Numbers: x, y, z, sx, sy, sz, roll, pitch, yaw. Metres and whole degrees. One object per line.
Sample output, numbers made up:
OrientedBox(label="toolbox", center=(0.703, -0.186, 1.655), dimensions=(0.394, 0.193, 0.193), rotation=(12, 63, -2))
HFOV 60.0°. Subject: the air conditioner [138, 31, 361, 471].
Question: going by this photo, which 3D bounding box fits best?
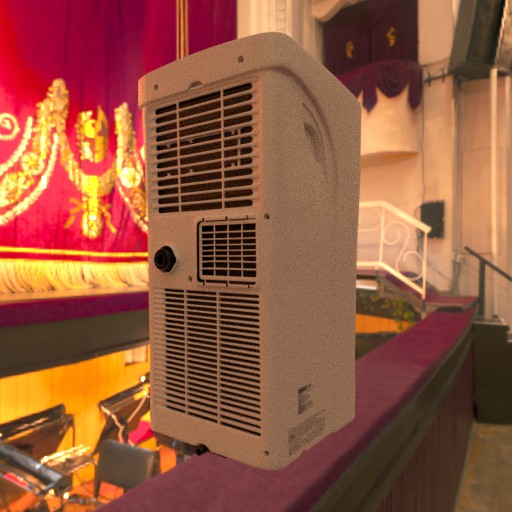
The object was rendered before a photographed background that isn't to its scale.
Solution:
OrientedBox(label="air conditioner", center=(0.000, 0.000, 0.916), dimensions=(0.352, 0.716, 0.369), rotation=(0, 0, 37))
